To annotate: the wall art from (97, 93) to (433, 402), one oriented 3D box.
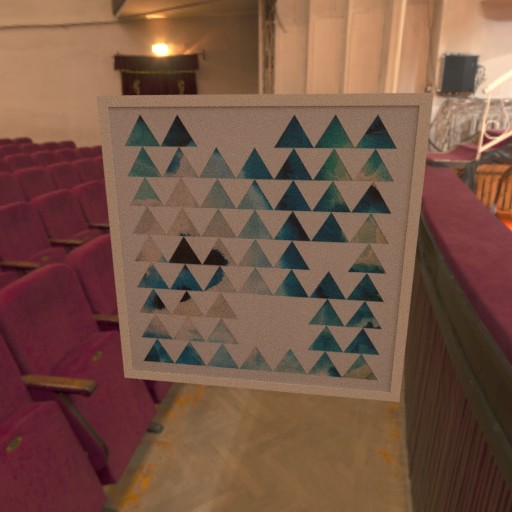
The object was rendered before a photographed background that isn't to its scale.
[{"bbox_3d":[0.000,0.000,1.180,0.809,0.809,0.012,3,17,8],"label":"wall art"}]
